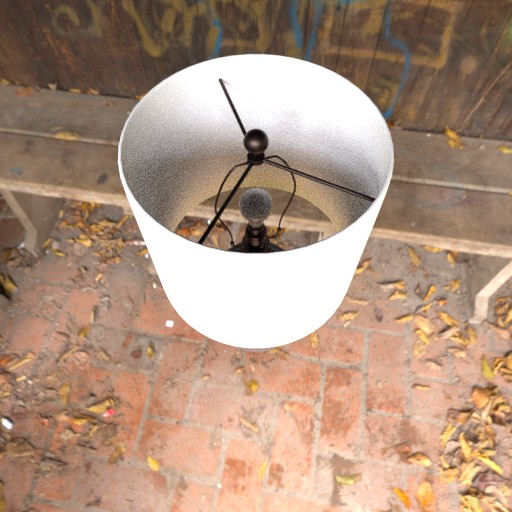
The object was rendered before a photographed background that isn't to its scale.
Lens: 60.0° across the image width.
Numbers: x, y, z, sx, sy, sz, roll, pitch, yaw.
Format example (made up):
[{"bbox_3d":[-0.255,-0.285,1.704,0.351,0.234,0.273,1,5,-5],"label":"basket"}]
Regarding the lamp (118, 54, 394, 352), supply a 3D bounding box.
[{"bbox_3d":[0.000,0.000,0.765,0.329,0.570,0.329,-17,61,-10],"label":"lamp"}]
